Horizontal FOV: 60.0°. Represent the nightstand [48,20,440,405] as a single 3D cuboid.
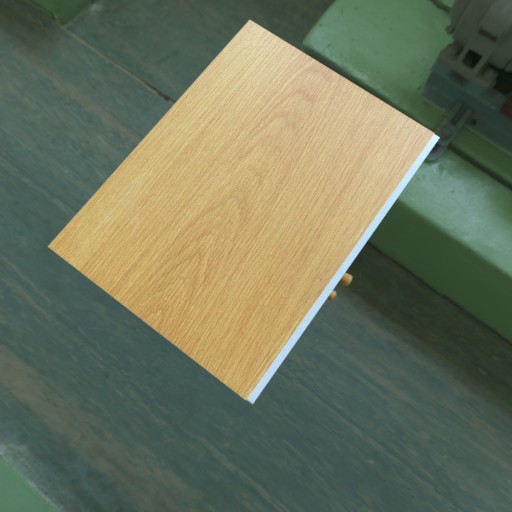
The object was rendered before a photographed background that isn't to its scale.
[{"bbox_3d":[0.000,0.000,0.831,0.316,0.601,0.400,35,78,9],"label":"nightstand"}]
